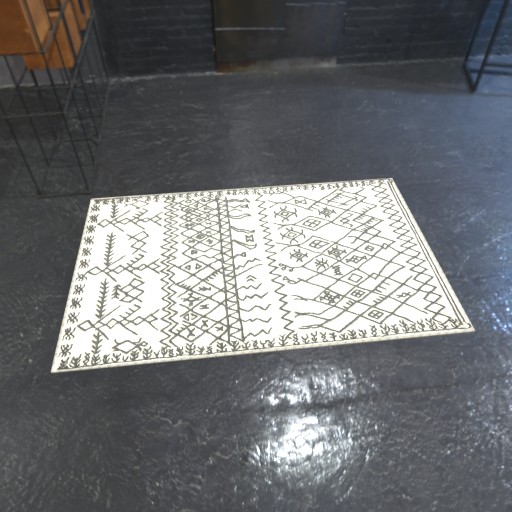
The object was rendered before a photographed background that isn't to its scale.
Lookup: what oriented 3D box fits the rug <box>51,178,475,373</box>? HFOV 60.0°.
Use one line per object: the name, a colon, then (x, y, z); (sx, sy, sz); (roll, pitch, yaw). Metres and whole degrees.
rug: (0.000, 0.000, 3.059); (2.444, 0.012, 1.526); (-5, 46, -4)
